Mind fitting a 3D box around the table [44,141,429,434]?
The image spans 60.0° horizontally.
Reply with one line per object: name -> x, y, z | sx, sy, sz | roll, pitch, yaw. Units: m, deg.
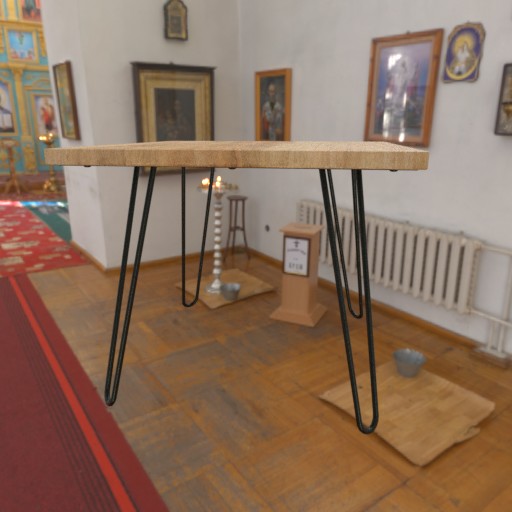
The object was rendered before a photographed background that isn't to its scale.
table -> 0.000, 0.000, 1.023 | 0.599, 0.500, 0.599 | 3, 16, 9
